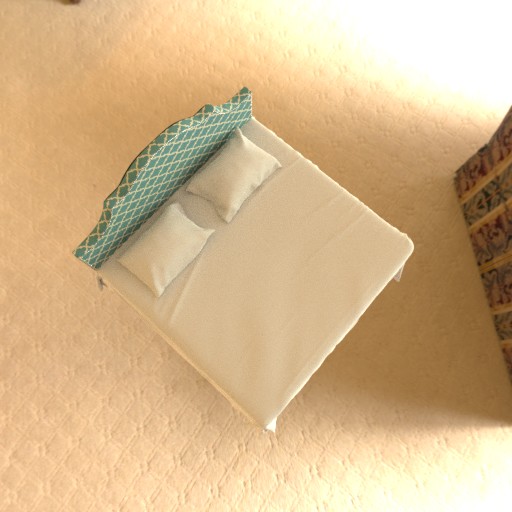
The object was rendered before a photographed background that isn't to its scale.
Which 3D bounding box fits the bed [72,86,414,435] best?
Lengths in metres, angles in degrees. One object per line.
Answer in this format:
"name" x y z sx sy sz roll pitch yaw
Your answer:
"bed" 0.000 0.000 3.786 2.222 1.601 2.314 41 78 10
